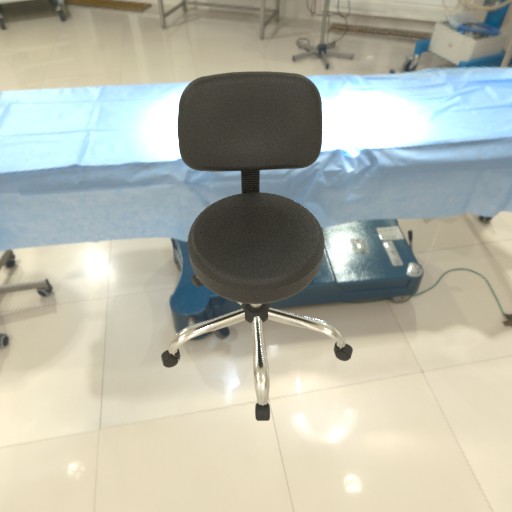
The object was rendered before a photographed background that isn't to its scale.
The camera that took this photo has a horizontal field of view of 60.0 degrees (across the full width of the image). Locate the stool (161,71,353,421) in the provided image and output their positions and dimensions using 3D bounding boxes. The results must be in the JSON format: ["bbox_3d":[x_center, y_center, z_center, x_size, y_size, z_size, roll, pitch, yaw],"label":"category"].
[{"bbox_3d":[0.000,0.000,1.323,0.673,0.862,0.648,-3,46,-3],"label":"stool"}]
